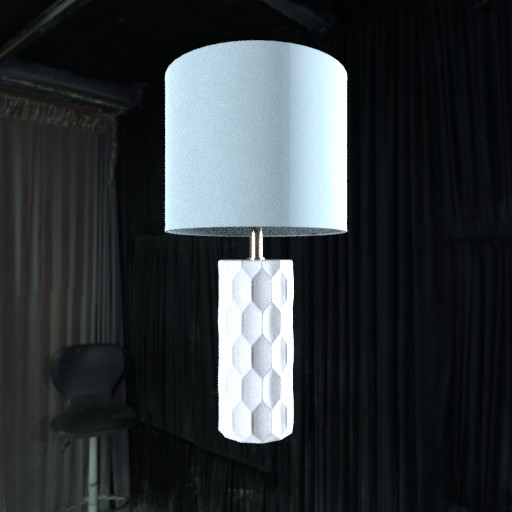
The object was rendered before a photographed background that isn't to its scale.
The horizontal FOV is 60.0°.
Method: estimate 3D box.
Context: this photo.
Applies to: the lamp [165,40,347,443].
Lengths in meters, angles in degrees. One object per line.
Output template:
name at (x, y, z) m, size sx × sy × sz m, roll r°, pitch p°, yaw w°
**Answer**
lamp at (0.000, 0.000, 0.687) m, size 0.277 × 0.534 × 0.277 m, roll 0°, pitch 0°, yaw 36°
